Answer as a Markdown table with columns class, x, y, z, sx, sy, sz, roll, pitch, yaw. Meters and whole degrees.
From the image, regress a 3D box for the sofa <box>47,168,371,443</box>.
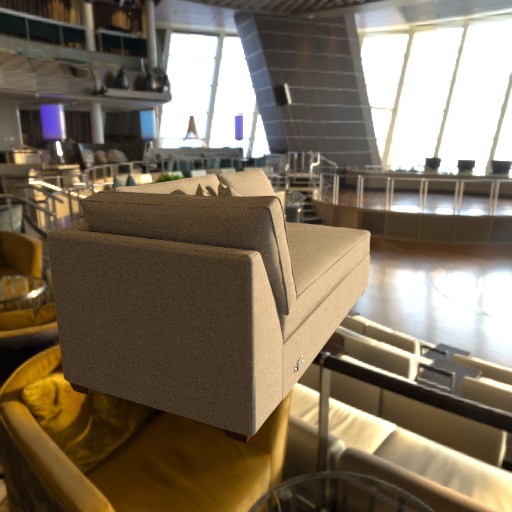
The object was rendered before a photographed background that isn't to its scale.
| class | x | y | z | sx | sy | sz | roll | pitch | yaw |
| --- | --- | --- | --- | --- | --- | --- | --- | --- | --- |
| sofa | 0.000 | 0.000 | 2.855 | 1.110 | 1.019 | 2.238 | 7 | 16 | 25 |
